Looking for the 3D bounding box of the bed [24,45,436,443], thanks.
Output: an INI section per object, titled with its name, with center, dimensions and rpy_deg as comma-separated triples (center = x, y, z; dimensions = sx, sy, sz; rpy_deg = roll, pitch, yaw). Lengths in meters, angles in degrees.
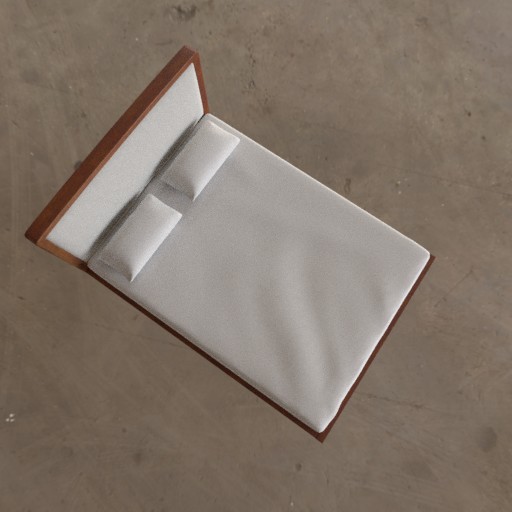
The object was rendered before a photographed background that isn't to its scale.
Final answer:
[bed]
center = 0.000, 0.000, 3.169
dimensions = 2.196, 1.275, 1.587
rpy_deg = 34, 79, 8
